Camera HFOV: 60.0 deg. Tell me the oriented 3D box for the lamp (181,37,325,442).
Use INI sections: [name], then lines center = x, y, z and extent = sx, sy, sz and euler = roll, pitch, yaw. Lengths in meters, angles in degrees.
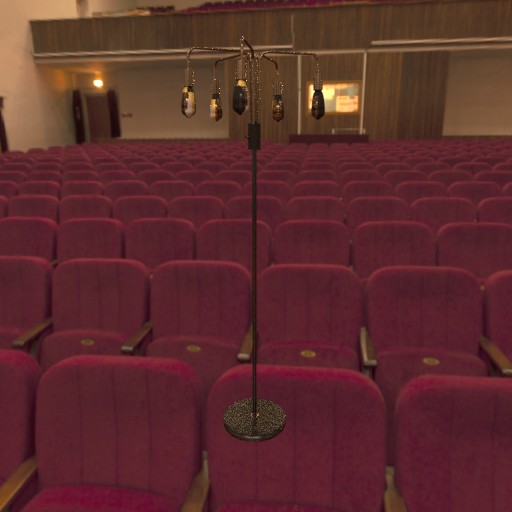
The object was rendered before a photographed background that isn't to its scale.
[lamp]
center = 0.000, 0.000, 2.005
extent = 0.572, 1.721, 0.599
euler = 2, 14, 8
